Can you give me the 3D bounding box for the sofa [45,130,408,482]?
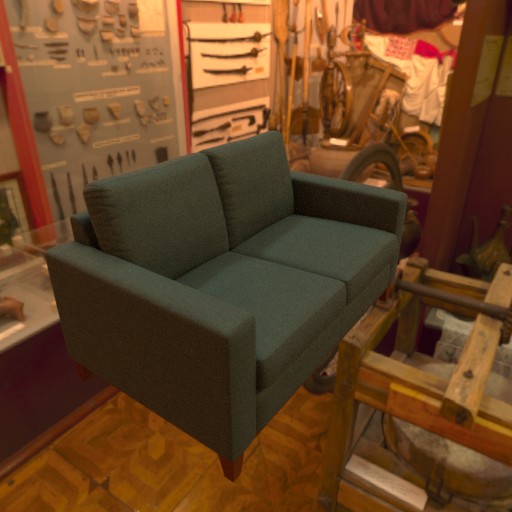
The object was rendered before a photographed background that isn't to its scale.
[{"bbox_3d":[0.000,0.000,2.066,0.955,0.903,1.489,18,32,31],"label":"sofa"}]
